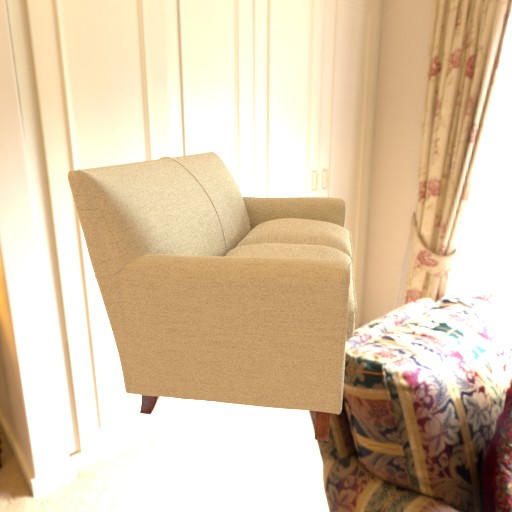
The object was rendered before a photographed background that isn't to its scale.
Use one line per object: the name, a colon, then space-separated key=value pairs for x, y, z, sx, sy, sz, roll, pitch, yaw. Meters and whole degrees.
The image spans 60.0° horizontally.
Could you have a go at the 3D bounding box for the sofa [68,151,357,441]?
sofa: x=0.000 y=0.000 z=2.058 sx=0.891 sy=0.892 sz=1.482 roll=3 pitch=16 yaw=10
